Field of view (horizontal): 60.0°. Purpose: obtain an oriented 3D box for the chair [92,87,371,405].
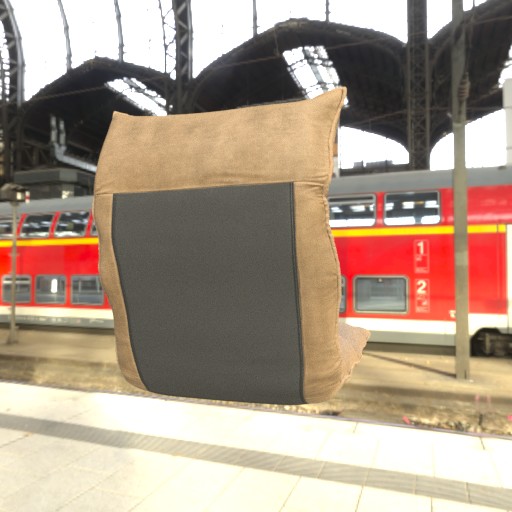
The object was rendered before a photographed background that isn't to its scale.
[{"bbox_3d":[0.000,0.000,1.567,0.714,0.892,0.985,-1,-2,19],"label":"chair"}]
